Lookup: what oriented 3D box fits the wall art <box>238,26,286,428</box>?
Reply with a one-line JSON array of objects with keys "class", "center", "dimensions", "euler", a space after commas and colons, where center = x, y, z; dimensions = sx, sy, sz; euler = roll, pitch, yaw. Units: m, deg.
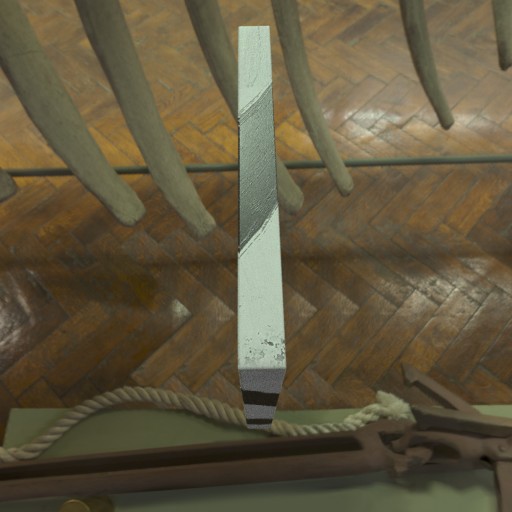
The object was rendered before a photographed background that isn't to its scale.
[{"class": "wall art", "center": [0.000, 0.000, 0.765], "dimensions": [0.050, 0.508, 0.507], "euler": [-1, 63, 0]}]
